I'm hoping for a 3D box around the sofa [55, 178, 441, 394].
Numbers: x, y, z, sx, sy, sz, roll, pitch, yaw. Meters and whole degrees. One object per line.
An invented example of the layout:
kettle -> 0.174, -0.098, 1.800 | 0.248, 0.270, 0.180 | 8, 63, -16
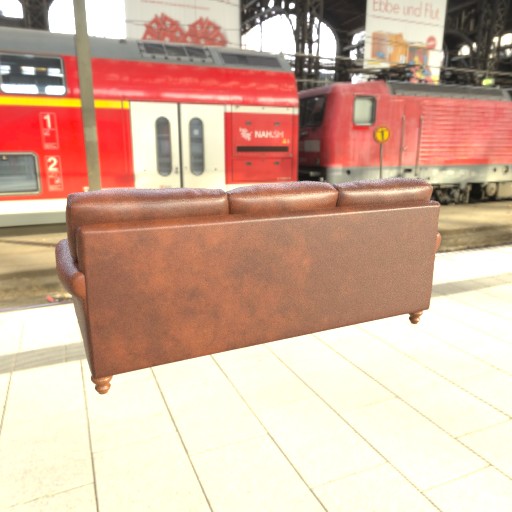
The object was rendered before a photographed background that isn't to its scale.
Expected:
sofa -> 0.000, 0.000, 2.852 | 2.351, 0.977, 0.973 | -7, 15, -25
